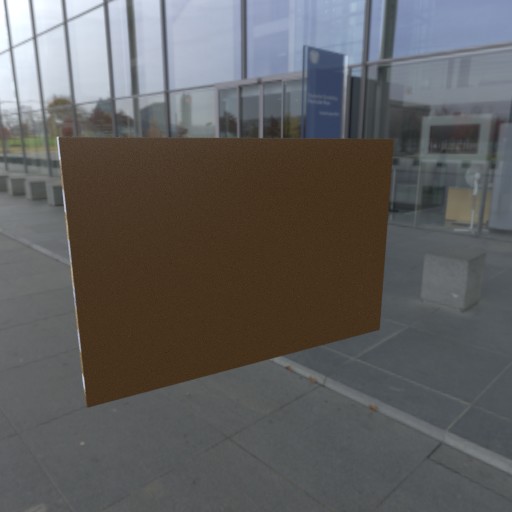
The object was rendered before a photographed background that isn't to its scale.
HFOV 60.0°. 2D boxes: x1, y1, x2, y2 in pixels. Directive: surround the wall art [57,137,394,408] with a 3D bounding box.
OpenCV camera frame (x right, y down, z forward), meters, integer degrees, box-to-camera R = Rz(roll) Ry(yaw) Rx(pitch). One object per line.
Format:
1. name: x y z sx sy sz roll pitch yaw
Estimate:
1. wall art: 0.000 0.000 1.481 1.145 0.762 0.041 -8 16 -28
